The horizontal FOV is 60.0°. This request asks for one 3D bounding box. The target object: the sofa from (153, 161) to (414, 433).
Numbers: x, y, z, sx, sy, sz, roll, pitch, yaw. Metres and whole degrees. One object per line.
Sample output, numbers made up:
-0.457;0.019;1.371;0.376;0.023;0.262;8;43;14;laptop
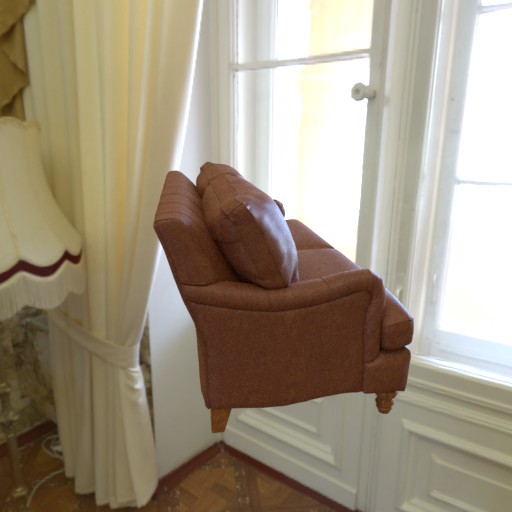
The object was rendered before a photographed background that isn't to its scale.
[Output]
0.000;0.000;2.873;1.147;1.071;2.144;-3;16;-9;sofa
